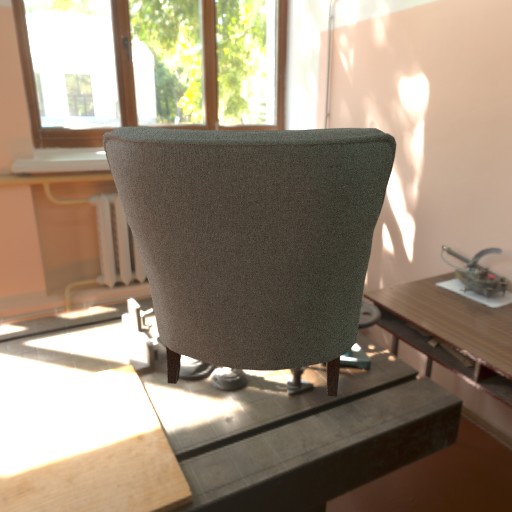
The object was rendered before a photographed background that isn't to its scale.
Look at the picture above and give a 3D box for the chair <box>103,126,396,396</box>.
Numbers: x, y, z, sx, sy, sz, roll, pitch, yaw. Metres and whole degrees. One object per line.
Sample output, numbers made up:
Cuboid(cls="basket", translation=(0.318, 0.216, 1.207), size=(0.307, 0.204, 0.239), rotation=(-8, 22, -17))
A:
Cuboid(cls="chair", translation=(0.000, 0.000, 1.599), size=(0.820, 0.920, 0.910), rotation=(2, 18, 7))
